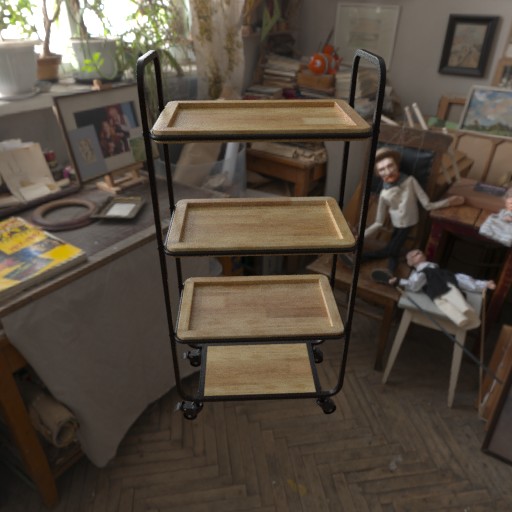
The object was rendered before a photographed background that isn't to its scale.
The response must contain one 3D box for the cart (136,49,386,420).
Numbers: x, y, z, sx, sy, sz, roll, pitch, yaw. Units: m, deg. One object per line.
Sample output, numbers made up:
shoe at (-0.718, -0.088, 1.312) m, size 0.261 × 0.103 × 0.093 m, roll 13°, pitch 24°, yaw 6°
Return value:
cart at (0.000, 0.000, 1.292) m, size 0.545 × 1.080 × 0.321 m, roll -1°, pitch 31°, yaw -2°
